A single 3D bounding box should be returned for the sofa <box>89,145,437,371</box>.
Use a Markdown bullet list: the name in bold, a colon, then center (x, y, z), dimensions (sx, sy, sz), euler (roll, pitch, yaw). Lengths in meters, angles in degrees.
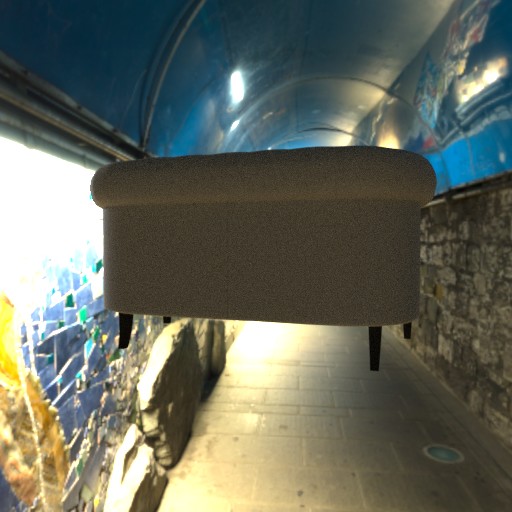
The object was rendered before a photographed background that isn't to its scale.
- **sofa**: center (0.000, 0.000, 2.050), dimensions (1.558, 0.827, 0.835), euler (1, 2, 18)
